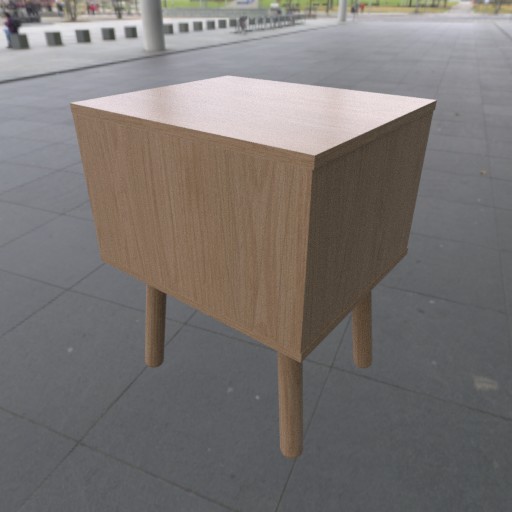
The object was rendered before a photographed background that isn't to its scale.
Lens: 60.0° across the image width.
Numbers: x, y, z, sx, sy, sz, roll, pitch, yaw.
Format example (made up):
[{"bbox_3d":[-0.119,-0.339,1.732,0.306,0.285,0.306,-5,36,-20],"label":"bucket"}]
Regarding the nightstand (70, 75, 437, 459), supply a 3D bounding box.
[{"bbox_3d":[0.000,0.000,0.852,0.450,0.571,0.380,21,36,32],"label":"nightstand"}]
